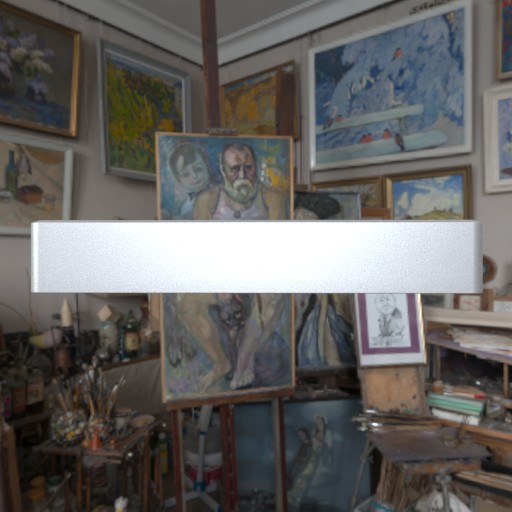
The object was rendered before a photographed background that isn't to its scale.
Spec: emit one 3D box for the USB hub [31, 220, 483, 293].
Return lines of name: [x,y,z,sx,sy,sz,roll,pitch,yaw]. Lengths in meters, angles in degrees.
USB hub: [0.000,0.000,0.161,0.145,0.023,0.044,0,0,1]
